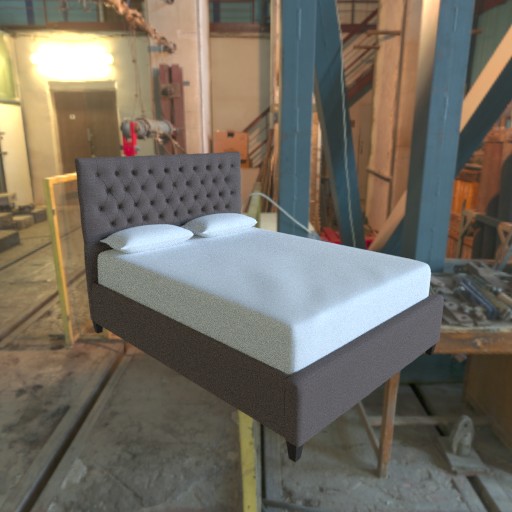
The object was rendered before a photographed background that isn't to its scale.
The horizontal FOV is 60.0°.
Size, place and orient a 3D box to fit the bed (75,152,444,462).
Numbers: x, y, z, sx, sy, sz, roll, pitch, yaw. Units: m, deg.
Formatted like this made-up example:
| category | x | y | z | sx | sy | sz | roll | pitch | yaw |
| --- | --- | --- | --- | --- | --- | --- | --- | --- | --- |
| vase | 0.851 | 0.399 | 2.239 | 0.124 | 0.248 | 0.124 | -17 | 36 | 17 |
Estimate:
| category | x | y | z | sx | sy | sz | roll | pitch | yaw |
| --- | --- | --- | --- | --- | --- | --- | --- | --- | --- |
| bed | 0.000 | 0.000 | 3.341 | 2.233 | 1.426 | 1.696 | 15 | 21 | 43 |
